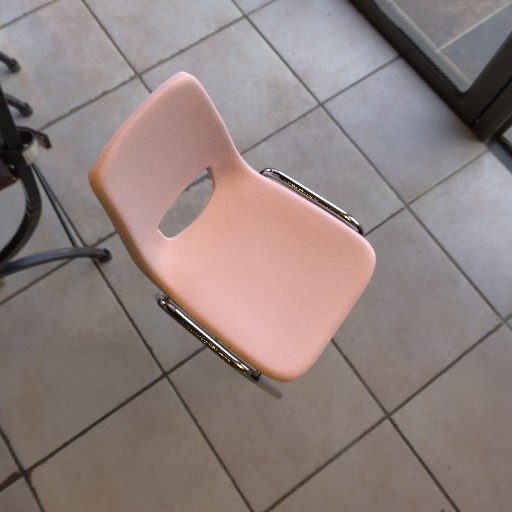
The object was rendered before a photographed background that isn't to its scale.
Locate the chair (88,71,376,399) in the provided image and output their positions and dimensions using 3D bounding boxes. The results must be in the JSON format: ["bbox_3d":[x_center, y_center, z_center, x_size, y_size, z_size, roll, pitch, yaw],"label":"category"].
[{"bbox_3d":[0.000,0.000,0.778,0.385,0.536,0.354,35,78,9],"label":"chair"}]
